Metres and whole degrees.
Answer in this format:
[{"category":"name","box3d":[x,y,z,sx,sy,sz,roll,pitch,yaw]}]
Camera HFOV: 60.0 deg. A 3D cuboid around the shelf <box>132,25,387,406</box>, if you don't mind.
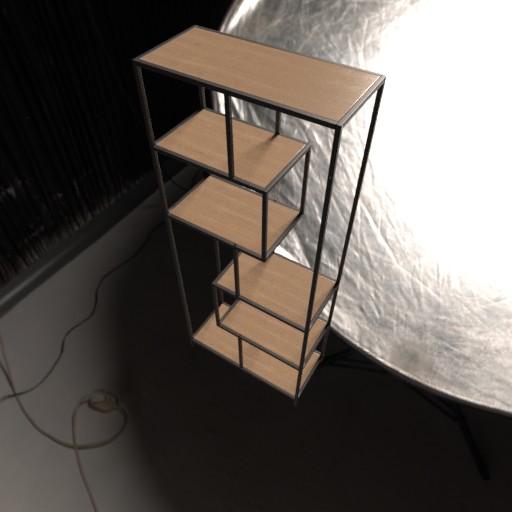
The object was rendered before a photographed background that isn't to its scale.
[{"category":"shelf","box3d":[0.000,0.000,2.141,0.770,1.850,0.350,25,53,21]}]
